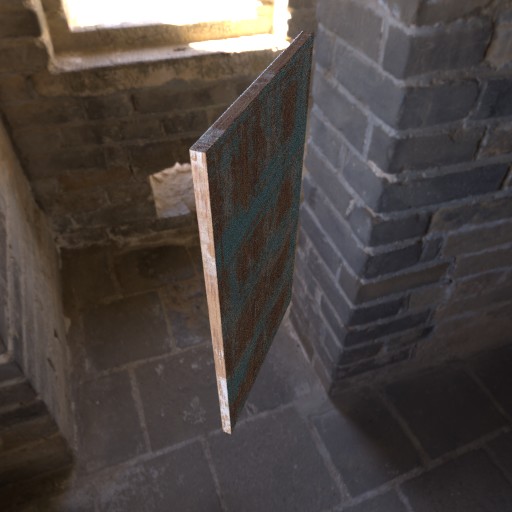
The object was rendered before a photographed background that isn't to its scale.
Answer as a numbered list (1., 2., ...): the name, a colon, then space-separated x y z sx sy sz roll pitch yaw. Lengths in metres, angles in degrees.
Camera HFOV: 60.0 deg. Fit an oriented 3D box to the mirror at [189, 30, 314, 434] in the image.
1. mirror: 0.000 0.000 1.493 0.083 1.213 0.707 16 47 15
